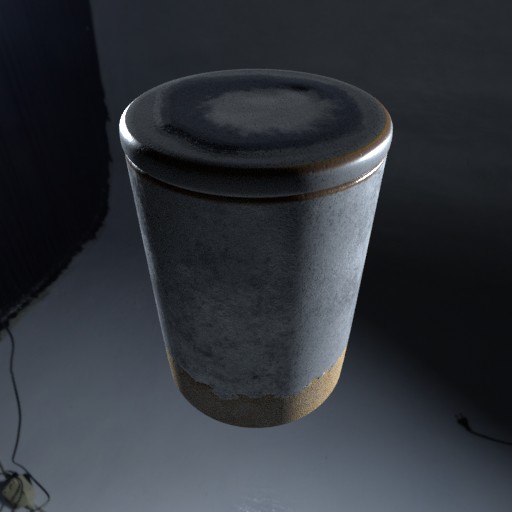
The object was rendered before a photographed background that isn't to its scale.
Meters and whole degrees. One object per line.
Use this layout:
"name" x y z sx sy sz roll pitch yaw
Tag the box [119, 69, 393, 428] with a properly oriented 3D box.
"box" 0.000 0.000 0.246 0.118 0.168 0.118 0 39 0
